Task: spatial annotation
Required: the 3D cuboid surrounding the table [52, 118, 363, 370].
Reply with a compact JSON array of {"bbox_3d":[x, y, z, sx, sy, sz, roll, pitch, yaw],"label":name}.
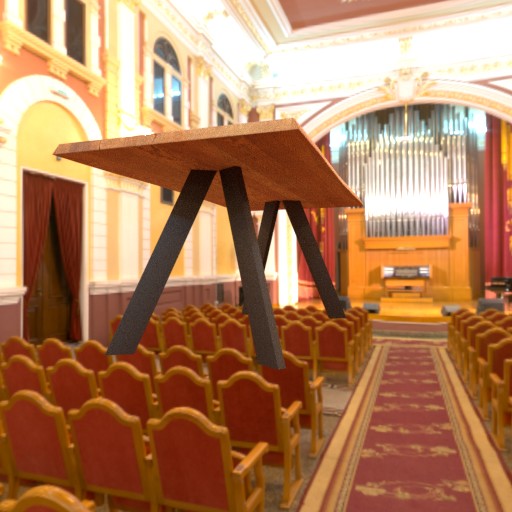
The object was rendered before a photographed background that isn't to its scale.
[{"bbox_3d":[0.000,0.000,2.261,0.900,0.770,1.800,0,-1,19],"label":"table"}]
